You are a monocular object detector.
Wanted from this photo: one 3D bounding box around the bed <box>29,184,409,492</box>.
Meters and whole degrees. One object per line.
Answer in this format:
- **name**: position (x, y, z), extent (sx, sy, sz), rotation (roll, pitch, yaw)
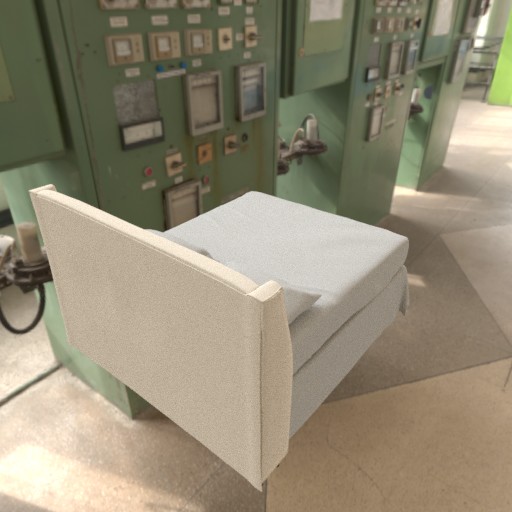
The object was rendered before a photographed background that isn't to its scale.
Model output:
- **bed**: position (0.000, 0.000, 3.363), extent (1.925, 1.332, 2.276), rotation (22, 37, 33)
